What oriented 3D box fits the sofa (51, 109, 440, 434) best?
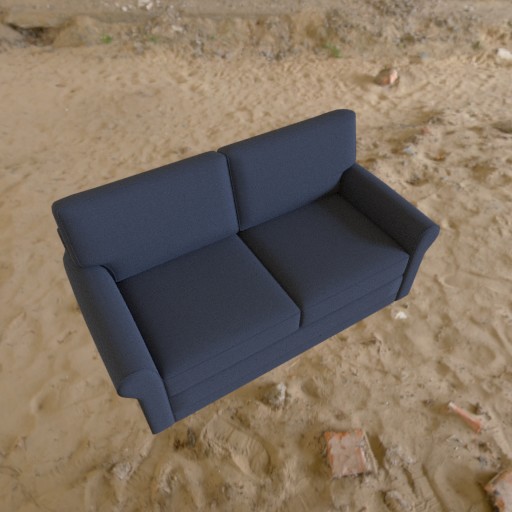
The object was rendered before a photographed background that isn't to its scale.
[{"bbox_3d":[0.000,0.000,2.535,1.930,1.020,0.940,-24,50,-21],"label":"sofa"}]
